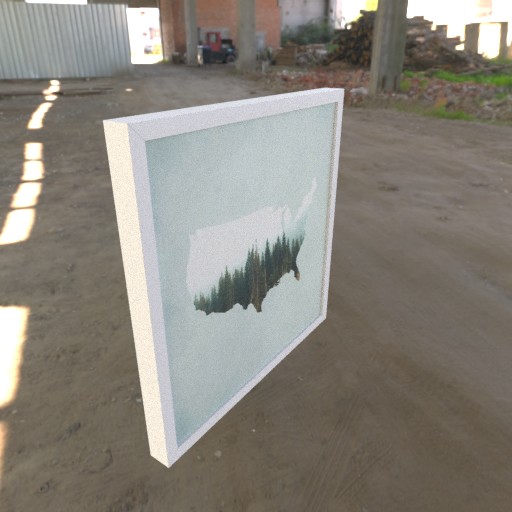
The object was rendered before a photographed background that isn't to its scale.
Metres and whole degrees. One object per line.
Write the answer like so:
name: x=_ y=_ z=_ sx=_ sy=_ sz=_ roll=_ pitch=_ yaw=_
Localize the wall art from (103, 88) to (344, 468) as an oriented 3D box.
wall art: x=0.000 y=0.000 z=0.457 sx=0.024 sy=0.304 sz=0.304 roll=17 pitch=30 yaw=32
